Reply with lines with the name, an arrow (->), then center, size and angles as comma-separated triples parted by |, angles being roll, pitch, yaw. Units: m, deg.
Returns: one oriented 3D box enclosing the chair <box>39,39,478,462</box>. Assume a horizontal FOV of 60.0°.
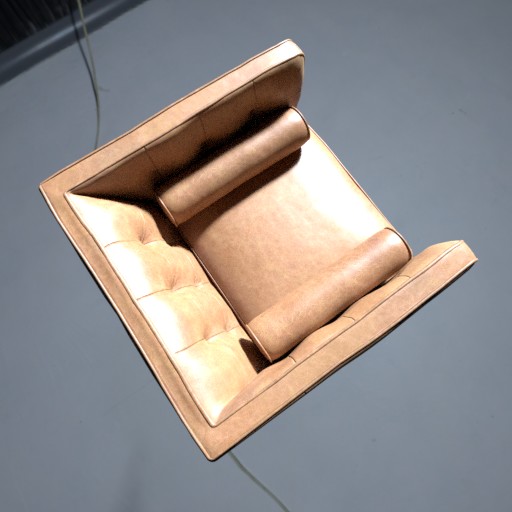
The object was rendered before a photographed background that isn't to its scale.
chair -> 0.000, 0.000, 1.600 | 0.912, 0.797, 0.920 | -34, 78, -8
